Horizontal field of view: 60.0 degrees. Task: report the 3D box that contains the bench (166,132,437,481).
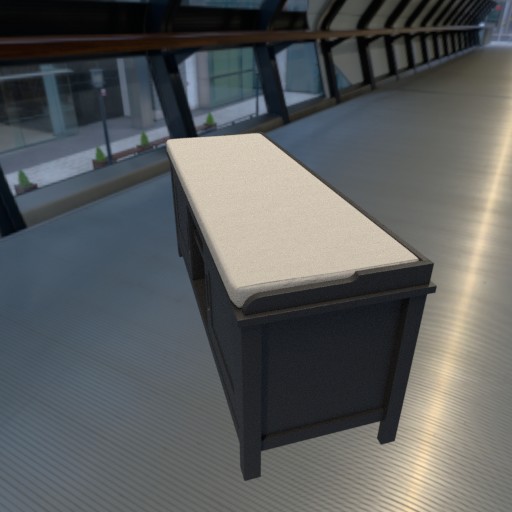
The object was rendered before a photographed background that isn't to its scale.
[{"bbox_3d":[0.000,0.000,1.386,0.398,0.501,1.140,-8,30,-14],"label":"bench"}]
